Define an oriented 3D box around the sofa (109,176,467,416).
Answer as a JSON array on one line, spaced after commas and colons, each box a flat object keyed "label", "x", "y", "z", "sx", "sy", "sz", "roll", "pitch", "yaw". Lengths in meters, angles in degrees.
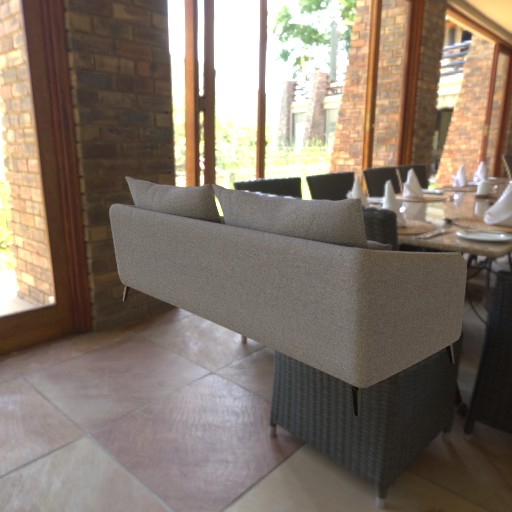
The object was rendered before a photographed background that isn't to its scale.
[{"label": "sofa", "x": 0.000, "y": 0.000, "z": 2.474, "sx": 0.809, "sy": 0.833, "sz": 2.022, "roll": -13, "pitch": 19, "yaw": -43}]
